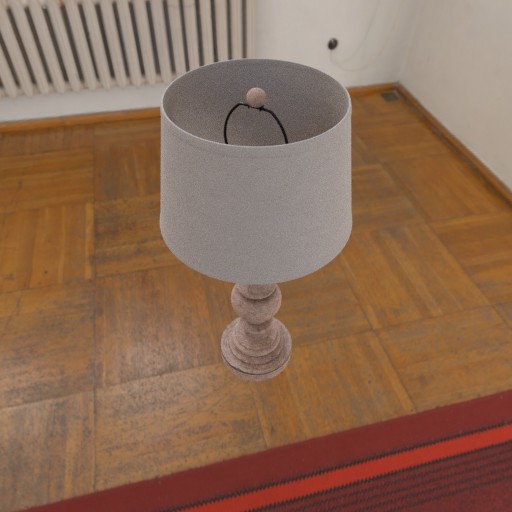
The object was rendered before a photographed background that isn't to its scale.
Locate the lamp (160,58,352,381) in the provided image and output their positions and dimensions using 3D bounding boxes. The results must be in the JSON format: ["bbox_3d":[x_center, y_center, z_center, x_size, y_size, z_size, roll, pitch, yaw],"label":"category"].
[{"bbox_3d":[0.000,0.000,0.871,0.340,0.678,0.340,0,46,0],"label":"lamp"}]
